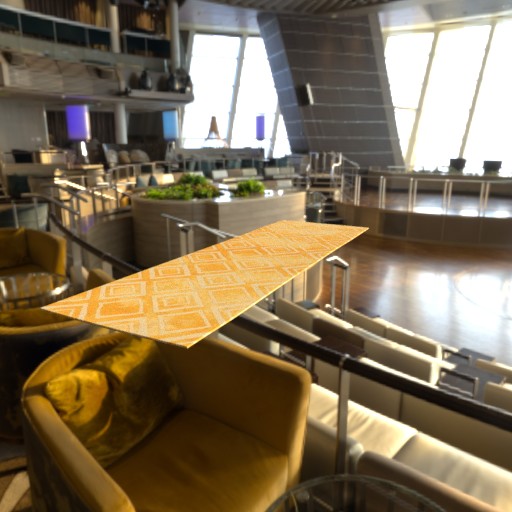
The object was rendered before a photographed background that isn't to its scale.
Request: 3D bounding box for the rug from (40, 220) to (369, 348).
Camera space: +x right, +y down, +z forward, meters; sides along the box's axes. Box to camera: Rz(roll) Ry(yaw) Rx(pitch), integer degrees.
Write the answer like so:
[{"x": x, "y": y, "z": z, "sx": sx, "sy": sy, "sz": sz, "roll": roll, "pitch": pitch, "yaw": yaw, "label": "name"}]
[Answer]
[{"x": 0.000, "y": 0.000, "z": 2.719, "sx": 0.775, "sy": 0.010, "sz": 2.438, "roll": 8, "pitch": 16, "yaw": 27, "label": "rug"}]
